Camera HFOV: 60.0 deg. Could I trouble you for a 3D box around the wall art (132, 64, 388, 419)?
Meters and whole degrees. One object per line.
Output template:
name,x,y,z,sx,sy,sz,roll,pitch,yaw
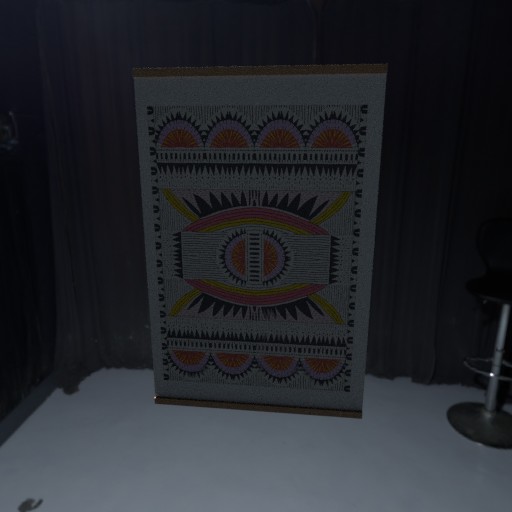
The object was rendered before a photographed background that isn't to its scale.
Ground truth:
wall art,0.000,0.000,1.934,0.999,1.533,0.028,2,15,7
